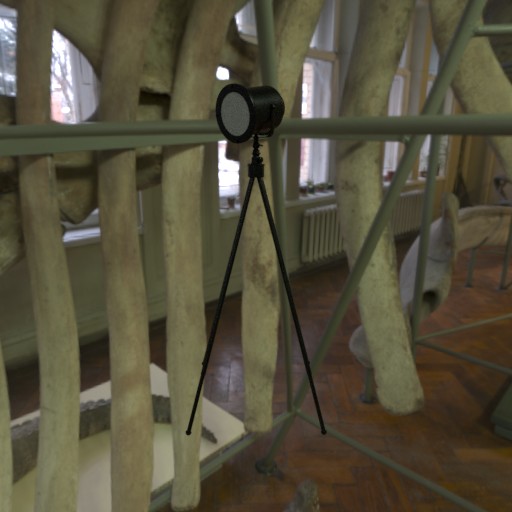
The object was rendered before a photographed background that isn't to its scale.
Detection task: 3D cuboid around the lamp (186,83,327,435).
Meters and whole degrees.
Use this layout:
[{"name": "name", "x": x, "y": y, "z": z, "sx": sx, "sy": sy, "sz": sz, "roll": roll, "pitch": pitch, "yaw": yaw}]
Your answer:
[{"name": "lamp", "x": 0.000, "y": 0.000, "z": 2.078, "sx": 0.879, "sy": 1.504, "sz": 0.884, "roll": 15, "pitch": 22, "yaw": 42}]
